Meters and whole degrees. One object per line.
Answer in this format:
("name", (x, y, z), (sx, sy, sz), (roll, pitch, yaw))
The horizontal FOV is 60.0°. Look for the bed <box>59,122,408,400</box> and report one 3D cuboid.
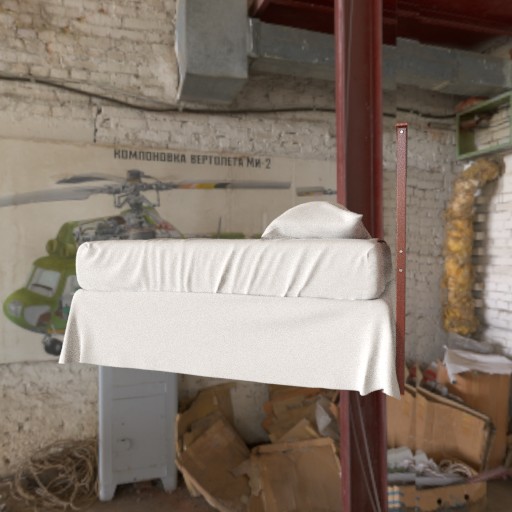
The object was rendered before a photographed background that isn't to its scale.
("bed", (0.000, 0.000, 3.148), (2.050, 1.270, 1.870), (0, 1, 19))
